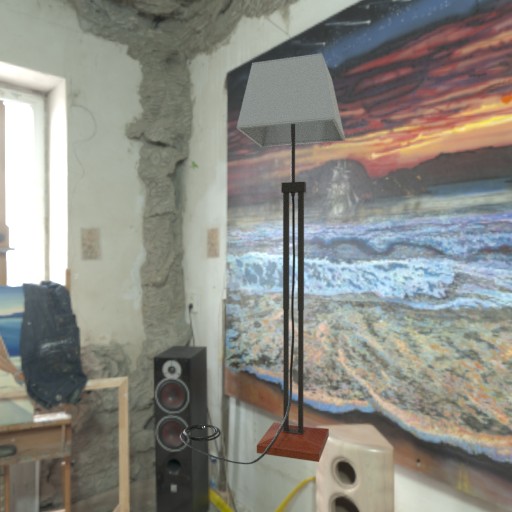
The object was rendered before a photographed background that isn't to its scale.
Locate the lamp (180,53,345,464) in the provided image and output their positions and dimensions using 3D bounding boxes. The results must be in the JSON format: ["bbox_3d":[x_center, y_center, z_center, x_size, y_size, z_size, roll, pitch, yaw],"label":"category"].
[{"bbox_3d":[0.000,0.000,2.009,0.745,1.712,0.472,0,1,18],"label":"lamp"}]
